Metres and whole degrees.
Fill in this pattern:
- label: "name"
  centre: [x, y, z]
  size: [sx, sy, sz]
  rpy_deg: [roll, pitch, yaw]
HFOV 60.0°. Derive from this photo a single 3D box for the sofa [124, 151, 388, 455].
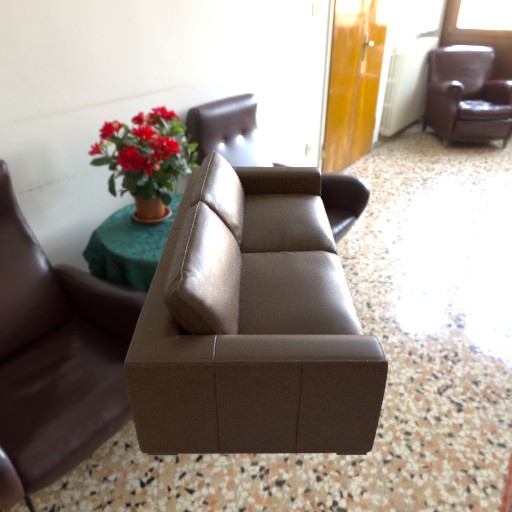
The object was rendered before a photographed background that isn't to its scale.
- label: "sofa"
  centre: [0.000, 0.000, 2.758]
  size: [1.070, 0.801, 2.262]
  rpy_deg: [0, 31, 0]
